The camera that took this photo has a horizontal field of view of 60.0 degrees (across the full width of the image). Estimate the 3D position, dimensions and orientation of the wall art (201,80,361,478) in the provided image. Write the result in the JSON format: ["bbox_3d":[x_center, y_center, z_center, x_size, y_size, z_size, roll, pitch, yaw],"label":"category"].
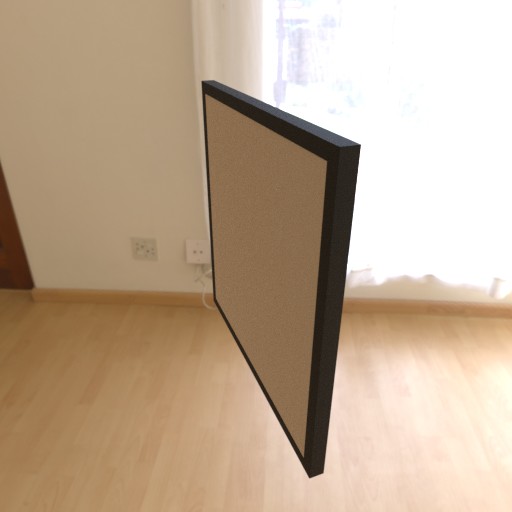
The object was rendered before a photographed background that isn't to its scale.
[{"bbox_3d":[0.000,0.000,0.458,0.015,0.304,0.306,-11,31,-19],"label":"wall art"}]
